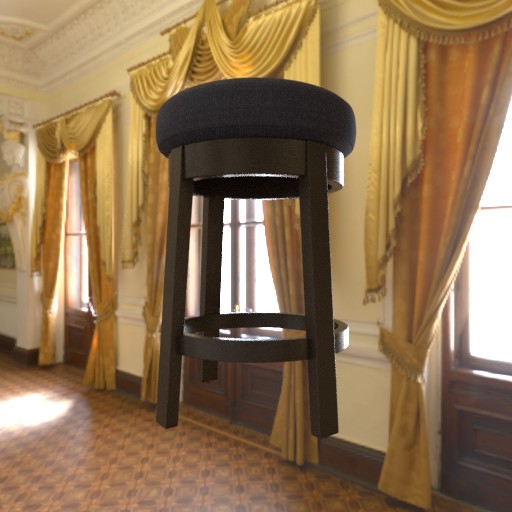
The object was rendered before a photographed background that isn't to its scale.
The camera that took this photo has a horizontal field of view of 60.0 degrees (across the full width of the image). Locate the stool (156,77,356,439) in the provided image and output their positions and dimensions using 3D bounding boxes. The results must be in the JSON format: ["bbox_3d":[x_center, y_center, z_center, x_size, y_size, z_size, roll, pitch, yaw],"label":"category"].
[{"bbox_3d":[0.000,0.000,0.974,0.449,0.655,0.449,0,0,0],"label":"stool"}]
